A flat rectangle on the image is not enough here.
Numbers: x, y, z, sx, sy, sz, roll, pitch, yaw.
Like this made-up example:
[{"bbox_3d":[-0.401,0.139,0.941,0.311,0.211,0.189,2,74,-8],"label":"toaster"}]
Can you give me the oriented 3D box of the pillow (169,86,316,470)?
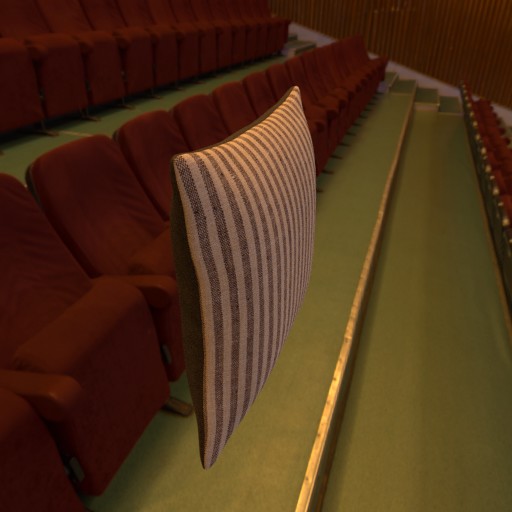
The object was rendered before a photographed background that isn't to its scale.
[{"bbox_3d":[0.000,0.000,0.797,0.166,0.506,0.523,10,31,17],"label":"pillow"}]
